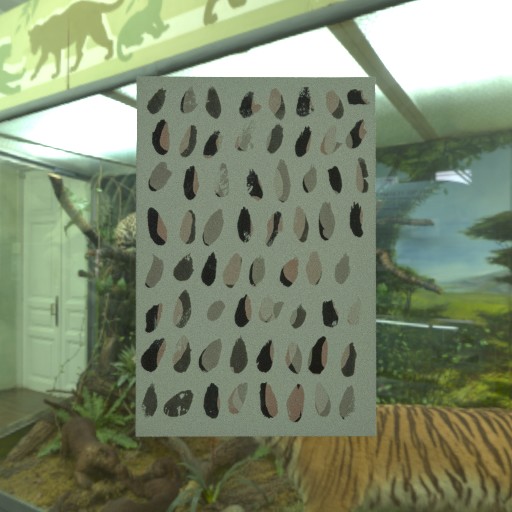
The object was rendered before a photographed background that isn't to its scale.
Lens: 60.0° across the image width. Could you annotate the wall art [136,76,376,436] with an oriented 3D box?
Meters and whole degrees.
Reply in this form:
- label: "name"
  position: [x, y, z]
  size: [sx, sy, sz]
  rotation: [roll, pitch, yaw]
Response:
- label: "wall art"
  position: [0.000, 0.000, 0.760]
  size: [0.405, 0.608, 0.025]
  rotation: [0, 0, 0]
